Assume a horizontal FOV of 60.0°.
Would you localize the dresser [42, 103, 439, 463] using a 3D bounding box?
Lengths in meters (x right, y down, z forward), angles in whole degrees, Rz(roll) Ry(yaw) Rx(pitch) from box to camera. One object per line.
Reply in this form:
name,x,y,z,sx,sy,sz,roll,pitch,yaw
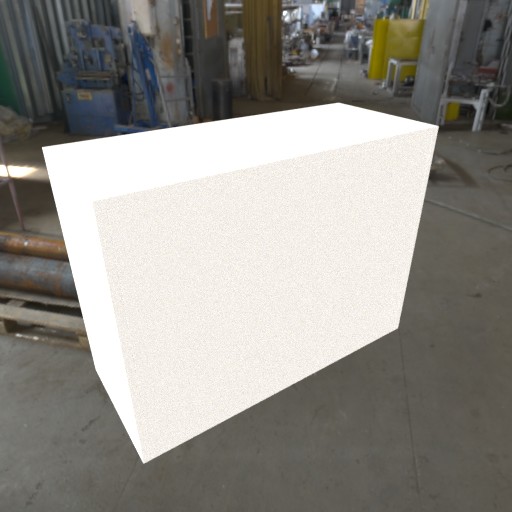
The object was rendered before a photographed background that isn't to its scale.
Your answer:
dresser,0.000,0.000,1.517,1.100,0.820,0.460,-19,35,-29
